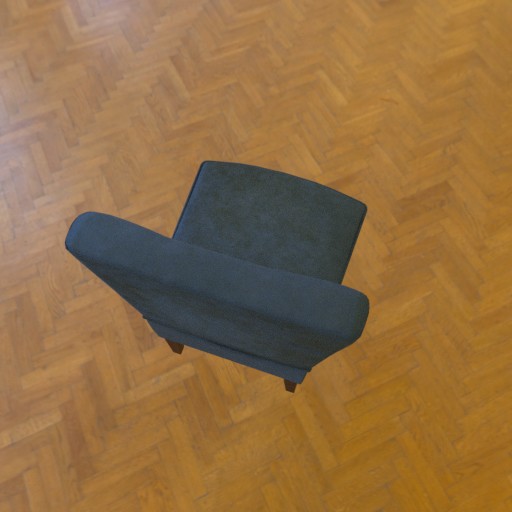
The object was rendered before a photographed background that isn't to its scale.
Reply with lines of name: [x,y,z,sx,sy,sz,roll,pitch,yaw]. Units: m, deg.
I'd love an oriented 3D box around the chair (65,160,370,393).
chair: [0.000,0.000,1.175,0.521,0.806,0.551,17,65,8]
